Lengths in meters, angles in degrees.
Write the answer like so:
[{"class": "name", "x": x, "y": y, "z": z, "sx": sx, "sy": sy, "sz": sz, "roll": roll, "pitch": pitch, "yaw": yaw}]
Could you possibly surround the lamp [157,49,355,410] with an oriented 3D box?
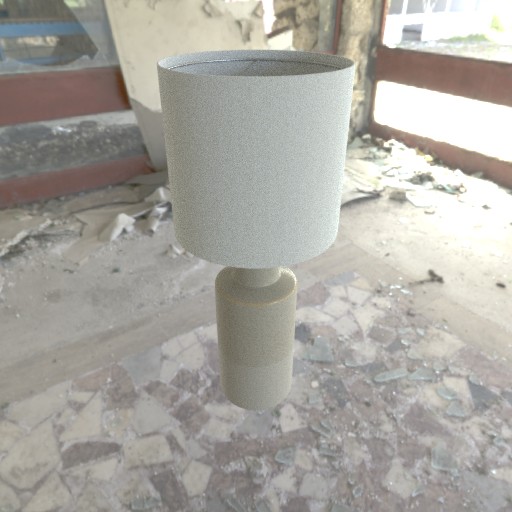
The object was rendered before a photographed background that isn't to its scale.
[{"class": "lamp", "x": 0.000, "y": 0.000, "z": 0.606, "sx": 0.212, "sy": 0.493, "sz": 0.212, "roll": 1, "pitch": 31, "yaw": 1}]
